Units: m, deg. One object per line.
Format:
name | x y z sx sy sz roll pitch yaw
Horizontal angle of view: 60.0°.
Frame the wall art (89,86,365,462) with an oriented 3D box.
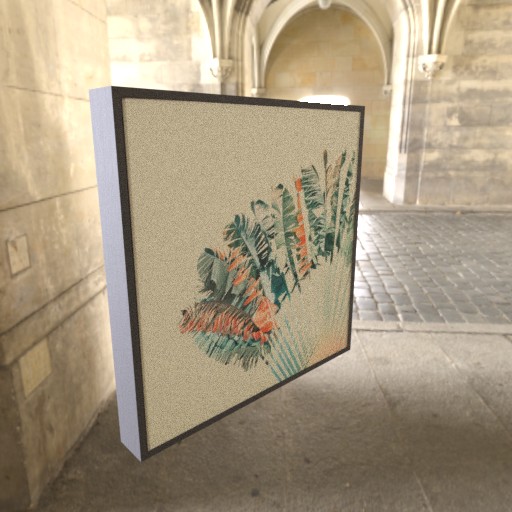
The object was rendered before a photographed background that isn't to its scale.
wall art | 0.000 0.000 0.450 0.302 0.300 0.036 -14 20 -41
